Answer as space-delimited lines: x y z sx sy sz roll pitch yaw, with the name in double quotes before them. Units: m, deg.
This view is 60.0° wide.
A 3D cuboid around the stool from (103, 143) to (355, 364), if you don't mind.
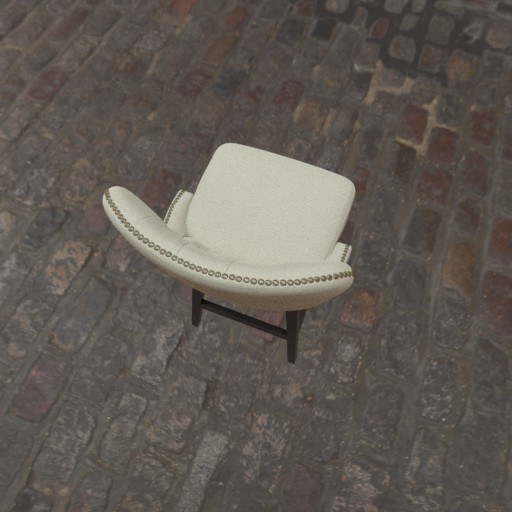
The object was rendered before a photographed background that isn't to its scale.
"stool" 0.000 0.000 1.327 0.528 0.971 0.593 19 65 9
